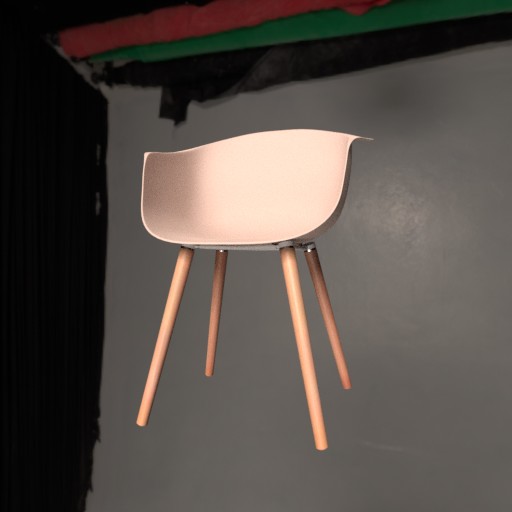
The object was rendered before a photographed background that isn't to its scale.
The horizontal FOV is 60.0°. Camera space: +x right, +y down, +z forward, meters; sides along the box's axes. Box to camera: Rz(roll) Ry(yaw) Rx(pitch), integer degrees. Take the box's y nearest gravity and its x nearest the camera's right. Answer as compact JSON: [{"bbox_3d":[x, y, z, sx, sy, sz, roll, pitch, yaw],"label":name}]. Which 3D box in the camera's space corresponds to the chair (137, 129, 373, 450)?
[{"bbox_3d":[0.000,0.000,1.165,0.593,0.781,0.504,0,1,17],"label":"chair"}]
